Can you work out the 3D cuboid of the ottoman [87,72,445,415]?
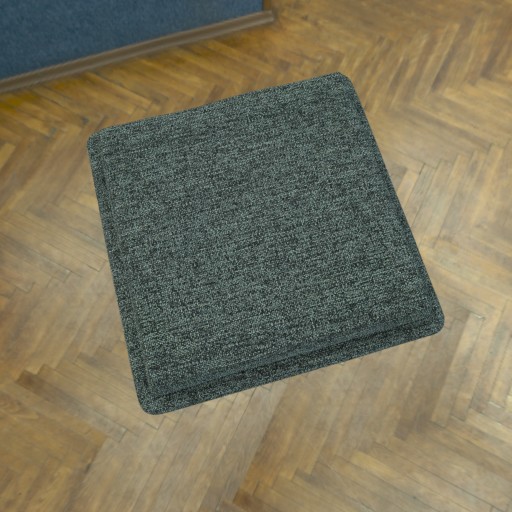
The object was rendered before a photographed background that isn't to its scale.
[{"bbox_3d":[0.000,0.000,0.828,0.450,0.463,0.450,-15,75,-4],"label":"ottoman"}]
